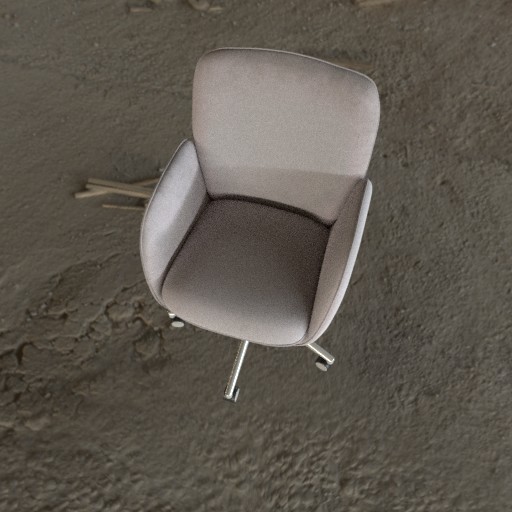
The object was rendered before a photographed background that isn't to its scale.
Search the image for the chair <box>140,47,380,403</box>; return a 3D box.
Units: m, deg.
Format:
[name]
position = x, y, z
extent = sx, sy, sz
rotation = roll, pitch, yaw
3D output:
[chair]
position = 0.000, 0.000, 1.354
extent = 0.648, 0.959, 0.654
rotation = 15, 57, 10
